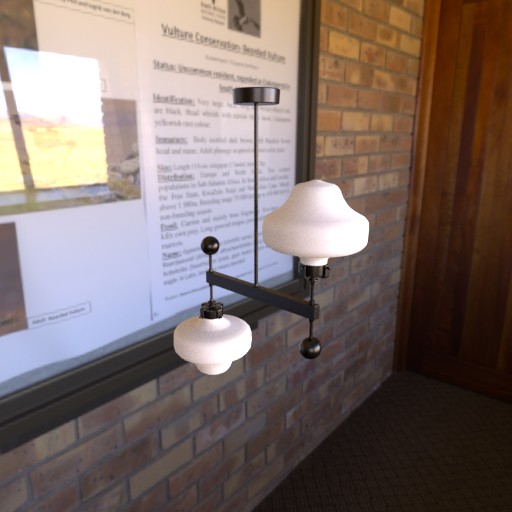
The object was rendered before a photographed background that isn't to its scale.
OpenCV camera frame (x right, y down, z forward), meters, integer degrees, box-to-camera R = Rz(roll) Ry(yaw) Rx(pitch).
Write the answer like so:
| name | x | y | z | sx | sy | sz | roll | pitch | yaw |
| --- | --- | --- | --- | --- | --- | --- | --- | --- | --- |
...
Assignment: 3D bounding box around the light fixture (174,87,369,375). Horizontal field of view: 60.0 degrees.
| name | x | y | z | sx | sy | sz | roll | pitch | yaw |
| --- | --- | --- | --- | --- | --- | --- | --- | --- | --- |
| light fixture | 0.000 | 0.000 | 1.051 | 0.489 | 0.743 | 0.422 | 2 | 15 | 8 |
